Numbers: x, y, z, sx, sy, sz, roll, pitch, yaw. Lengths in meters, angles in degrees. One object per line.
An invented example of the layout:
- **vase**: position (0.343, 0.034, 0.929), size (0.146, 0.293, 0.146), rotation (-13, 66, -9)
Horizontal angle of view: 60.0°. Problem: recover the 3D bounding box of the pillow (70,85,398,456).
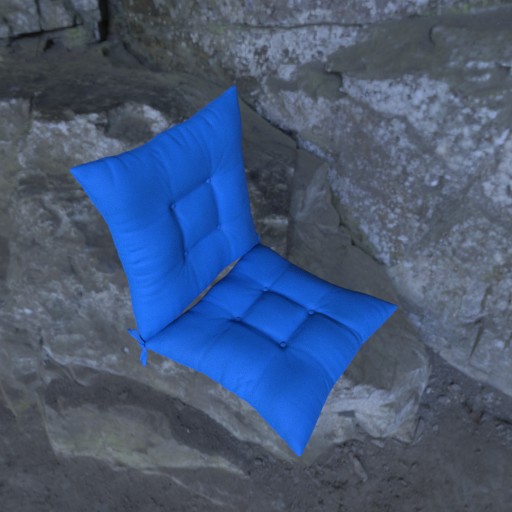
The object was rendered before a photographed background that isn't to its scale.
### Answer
- **pillow**: position (0.000, 0.000, 1.033), size (0.585, 0.536, 0.541), rotation (25, 47, 26)
